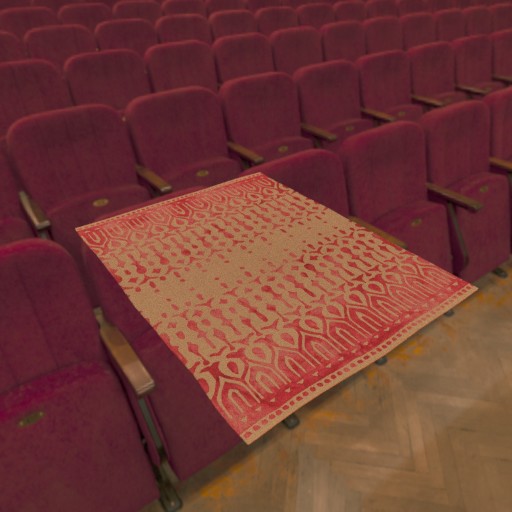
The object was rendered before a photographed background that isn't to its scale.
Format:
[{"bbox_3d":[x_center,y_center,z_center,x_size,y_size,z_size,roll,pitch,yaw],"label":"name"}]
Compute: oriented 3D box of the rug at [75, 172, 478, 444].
[{"bbox_3d":[0.000,0.000,4.181,2.441,0.016,3.095,-23,40,-30],"label":"rug"}]
